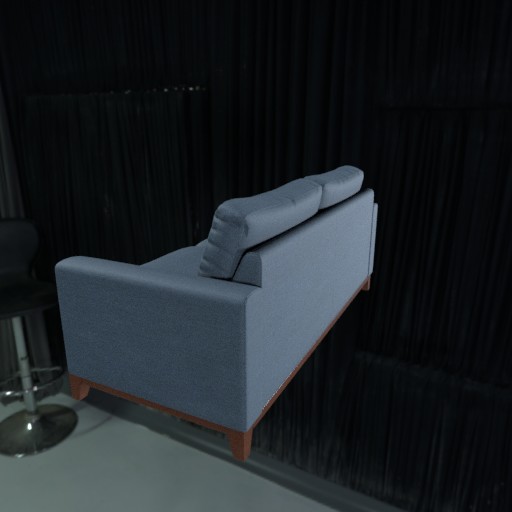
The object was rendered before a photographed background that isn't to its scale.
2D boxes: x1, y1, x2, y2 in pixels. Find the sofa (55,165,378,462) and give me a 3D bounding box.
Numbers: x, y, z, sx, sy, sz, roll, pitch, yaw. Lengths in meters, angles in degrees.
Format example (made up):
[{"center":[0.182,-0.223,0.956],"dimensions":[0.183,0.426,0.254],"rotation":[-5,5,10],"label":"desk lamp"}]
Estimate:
[{"center":[0.000,0.000,2.390],"dimensions":[0.877,0.865,1.900],"rotation":[8,19,25],"label":"sofa"}]
